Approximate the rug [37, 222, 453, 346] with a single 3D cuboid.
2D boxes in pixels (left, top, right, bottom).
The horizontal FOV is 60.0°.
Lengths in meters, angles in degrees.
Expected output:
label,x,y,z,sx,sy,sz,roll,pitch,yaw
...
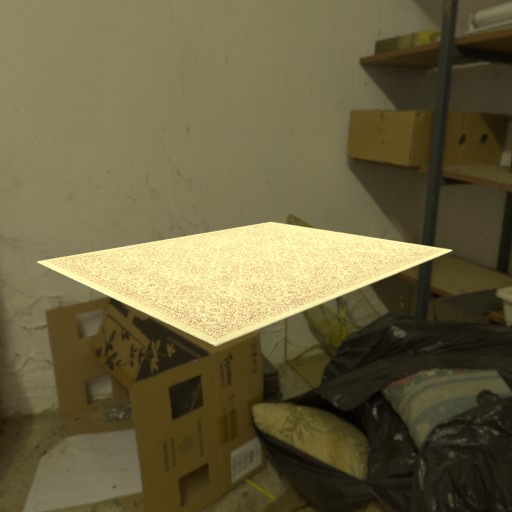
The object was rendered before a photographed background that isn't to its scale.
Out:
label,x,y,z,sx,sy,sz,roll,pitch,yaw
rug,0.000,0.000,4.143,2.441,0.015,3.050,13,19,43
